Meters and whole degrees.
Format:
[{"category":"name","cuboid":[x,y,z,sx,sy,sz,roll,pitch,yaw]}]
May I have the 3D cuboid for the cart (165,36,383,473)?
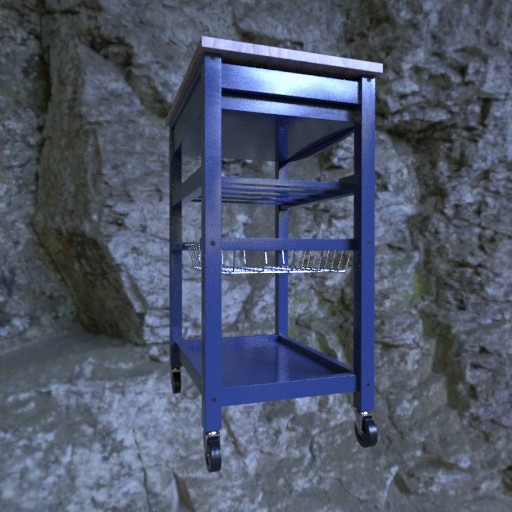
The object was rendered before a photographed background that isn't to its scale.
[{"category":"cart","cuboid":[0.000,0.000,1.172,0.403,0.839,0.584,0,1,-18]}]
